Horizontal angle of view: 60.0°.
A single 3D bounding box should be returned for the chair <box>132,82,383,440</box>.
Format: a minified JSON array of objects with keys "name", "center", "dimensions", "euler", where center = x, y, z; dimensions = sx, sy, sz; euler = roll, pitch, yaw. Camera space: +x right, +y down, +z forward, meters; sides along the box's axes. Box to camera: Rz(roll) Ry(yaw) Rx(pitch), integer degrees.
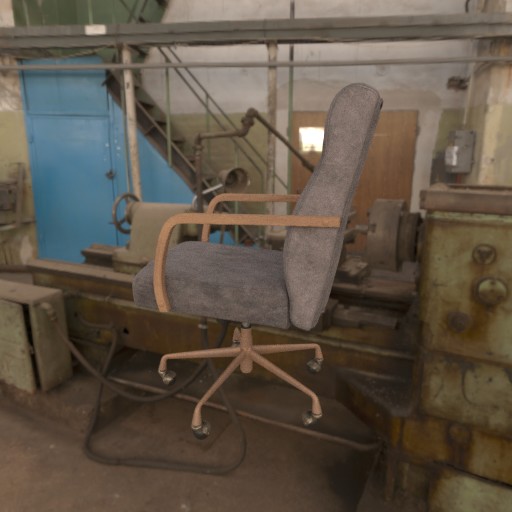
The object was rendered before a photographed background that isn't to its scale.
[{"name":"chair","center":[0.000,0.000,1.490],"dimensions":[0.741,1.029,0.640],"euler":[2,14,9]}]
